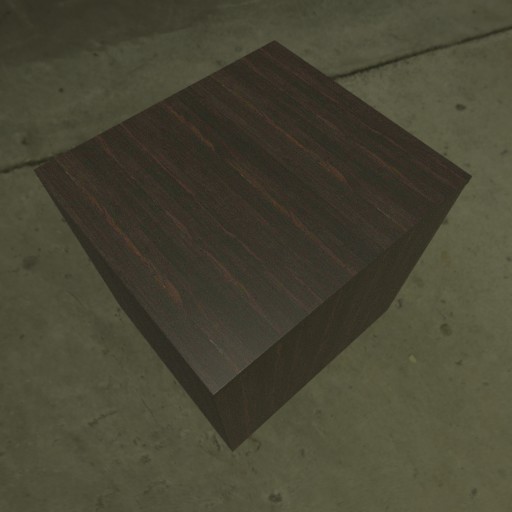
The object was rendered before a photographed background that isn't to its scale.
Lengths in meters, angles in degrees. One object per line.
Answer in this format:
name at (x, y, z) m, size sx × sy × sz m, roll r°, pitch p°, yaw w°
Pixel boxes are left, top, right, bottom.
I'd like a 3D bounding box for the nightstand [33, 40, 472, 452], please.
nightstand at (0.000, 0.000, 0.804) m, size 0.461 × 0.460 × 0.400 m, roll -37°, pitch 66°, yaw -20°
